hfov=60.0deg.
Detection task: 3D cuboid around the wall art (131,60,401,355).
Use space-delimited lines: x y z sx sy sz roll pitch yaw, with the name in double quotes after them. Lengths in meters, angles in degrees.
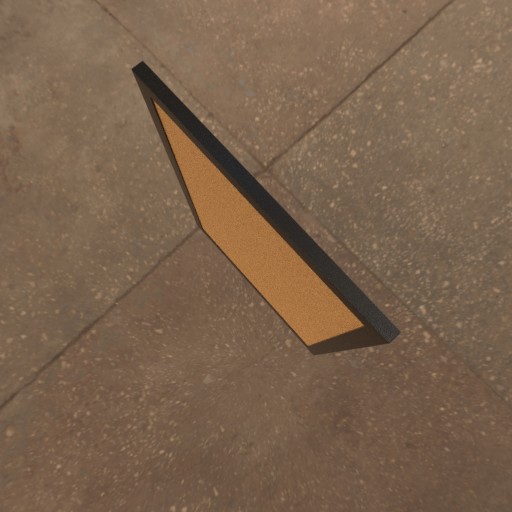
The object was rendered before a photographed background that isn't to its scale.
0.000 0.000 0.847 0.019 0.656 0.462 -41 80 -9 "wall art"
